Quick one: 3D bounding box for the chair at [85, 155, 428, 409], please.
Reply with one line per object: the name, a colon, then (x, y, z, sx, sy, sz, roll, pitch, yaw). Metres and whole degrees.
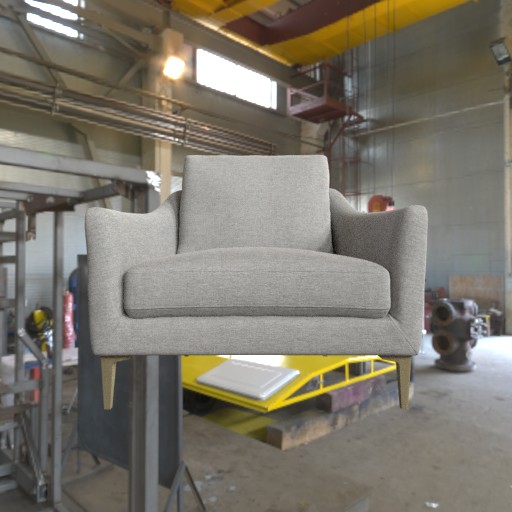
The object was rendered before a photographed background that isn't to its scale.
chair: (0.000, 0.000, 1.718, 0.986, 0.902, 0.961, 0, -1, 0)
